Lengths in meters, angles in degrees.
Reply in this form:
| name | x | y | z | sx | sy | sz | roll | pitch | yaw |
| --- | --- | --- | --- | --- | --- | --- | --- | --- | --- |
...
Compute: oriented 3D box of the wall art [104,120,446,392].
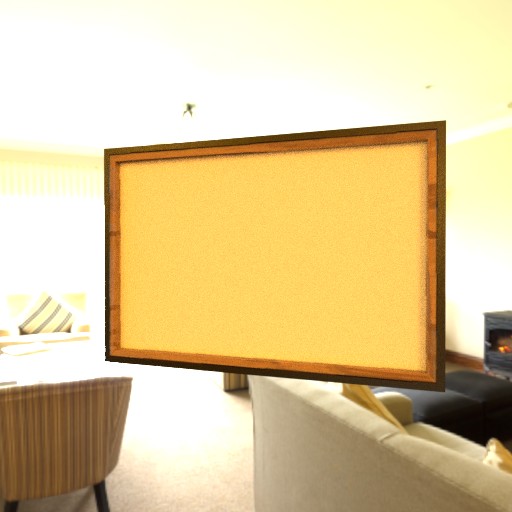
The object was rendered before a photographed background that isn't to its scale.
| name | x | y | z | sx | sy | sz | roll | pitch | yaw |
| --- | --- | --- | --- | --- | --- | --- | --- | --- | --- |
| wall art | 0.000 | 0.000 | 0.836 | 0.659 | 0.446 | 0.022 | 0 | 1 | 18 |
